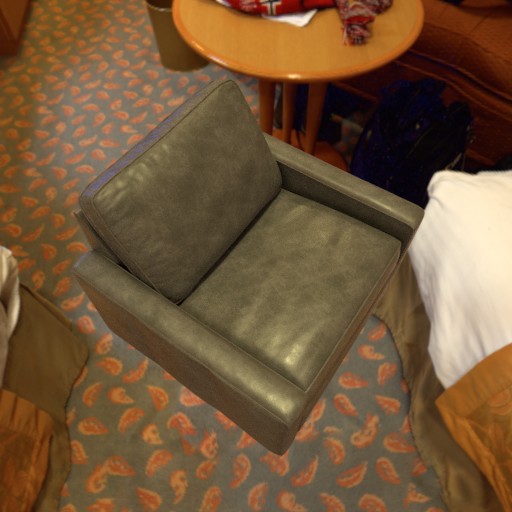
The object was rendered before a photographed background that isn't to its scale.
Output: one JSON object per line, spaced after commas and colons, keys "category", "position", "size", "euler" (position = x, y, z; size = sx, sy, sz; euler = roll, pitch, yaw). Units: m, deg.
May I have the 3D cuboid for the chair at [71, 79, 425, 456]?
{"category": "chair", "position": [0.000, 0.000, 1.732], "size": [0.939, 0.916, 1.006], "euler": [30, 62, 18]}
